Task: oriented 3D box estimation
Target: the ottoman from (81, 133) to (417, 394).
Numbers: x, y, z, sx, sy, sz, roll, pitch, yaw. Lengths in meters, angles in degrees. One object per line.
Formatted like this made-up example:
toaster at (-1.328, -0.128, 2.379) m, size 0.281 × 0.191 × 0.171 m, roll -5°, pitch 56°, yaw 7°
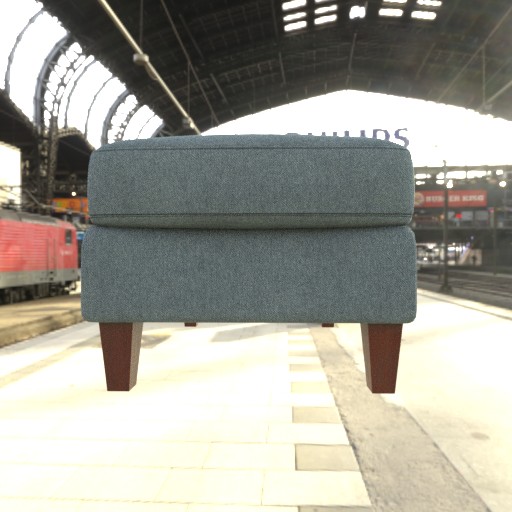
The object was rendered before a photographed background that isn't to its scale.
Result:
ottoman at (0.000, 0.000, 1.166) m, size 0.584 × 0.483 × 0.864 m, roll 0°, pitch 0°, yaw 2°
